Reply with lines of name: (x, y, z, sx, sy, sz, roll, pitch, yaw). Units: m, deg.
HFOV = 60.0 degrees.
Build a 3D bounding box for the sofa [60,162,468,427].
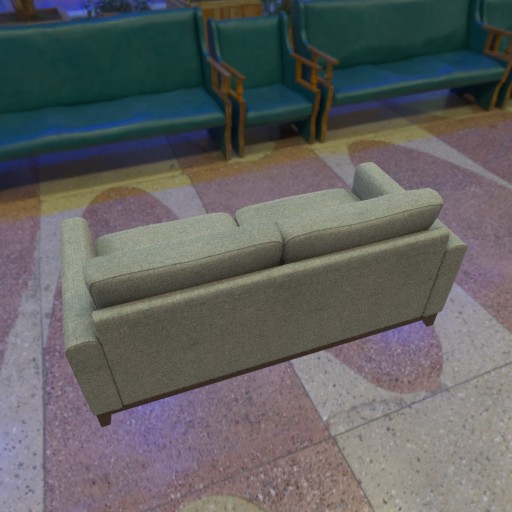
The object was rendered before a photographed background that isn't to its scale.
sofa: (0.000, 0.000, 2.458, 1.978, 0.892, 0.969, -13, 42, -15)
